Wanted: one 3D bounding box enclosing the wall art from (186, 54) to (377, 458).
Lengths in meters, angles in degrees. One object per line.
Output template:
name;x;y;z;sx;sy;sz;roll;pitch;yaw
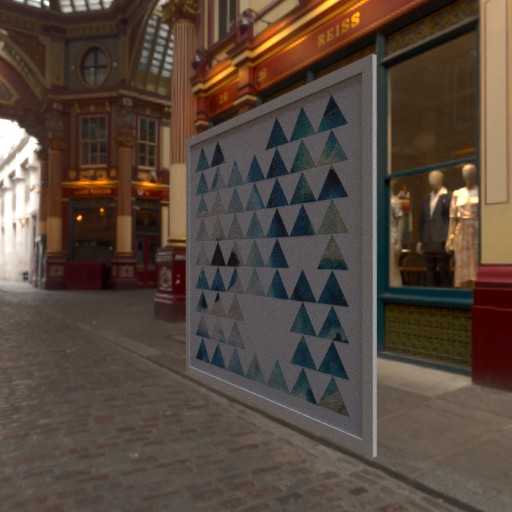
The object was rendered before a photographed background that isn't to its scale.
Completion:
wall art;0.000;0.000;0.686;0.007;0.456;0.456;0;0;-36
